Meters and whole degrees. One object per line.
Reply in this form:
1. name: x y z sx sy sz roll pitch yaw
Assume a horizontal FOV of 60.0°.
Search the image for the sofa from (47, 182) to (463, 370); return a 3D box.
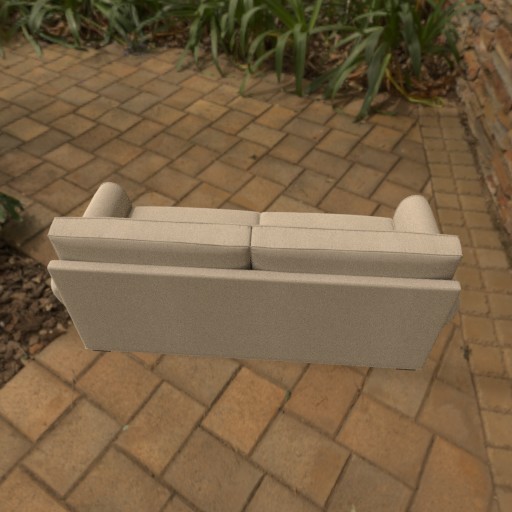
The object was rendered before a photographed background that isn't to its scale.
1. sofa: 0.000 0.000 2.630 2.146 0.962 0.901 3 45 3
